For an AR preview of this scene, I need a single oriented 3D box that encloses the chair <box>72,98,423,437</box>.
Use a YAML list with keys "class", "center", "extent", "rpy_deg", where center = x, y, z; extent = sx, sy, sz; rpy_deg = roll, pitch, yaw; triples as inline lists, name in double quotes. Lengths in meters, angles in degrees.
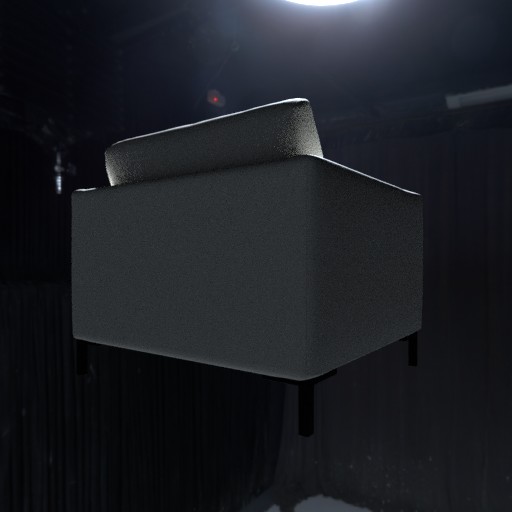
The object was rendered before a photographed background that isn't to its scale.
- class: "chair"
  center: [0.000, 0.000, 1.578]
  extent: [0.964, 0.806, 0.875]
  rpy_deg: [0, 0, 36]
